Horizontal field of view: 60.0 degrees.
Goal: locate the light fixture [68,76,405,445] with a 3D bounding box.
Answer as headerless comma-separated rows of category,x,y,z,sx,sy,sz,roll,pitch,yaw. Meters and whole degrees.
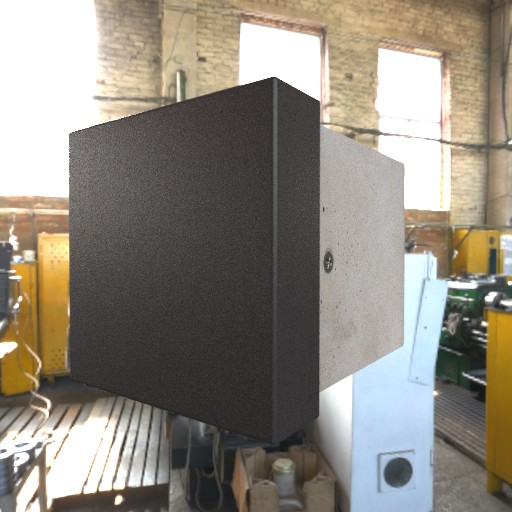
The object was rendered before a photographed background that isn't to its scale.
light fixture,0.000,0.000,0.236,0.121,0.121,0.143,1,2,36
